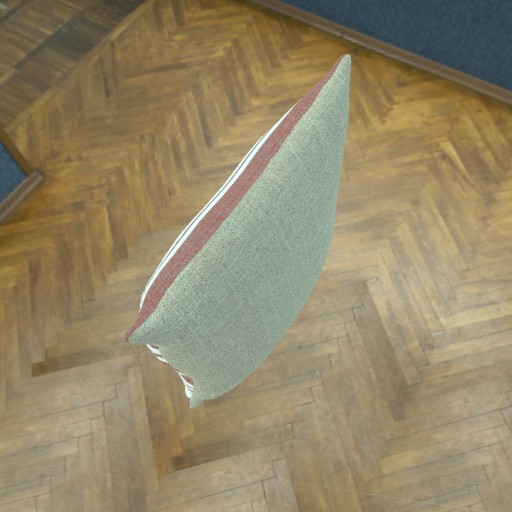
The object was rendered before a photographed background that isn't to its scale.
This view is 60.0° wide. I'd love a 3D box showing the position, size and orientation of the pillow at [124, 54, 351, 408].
[{"bbox_3d":[0.000,0.000,0.659,0.182,0.427,0.439,30,67,14],"label":"pillow"}]
